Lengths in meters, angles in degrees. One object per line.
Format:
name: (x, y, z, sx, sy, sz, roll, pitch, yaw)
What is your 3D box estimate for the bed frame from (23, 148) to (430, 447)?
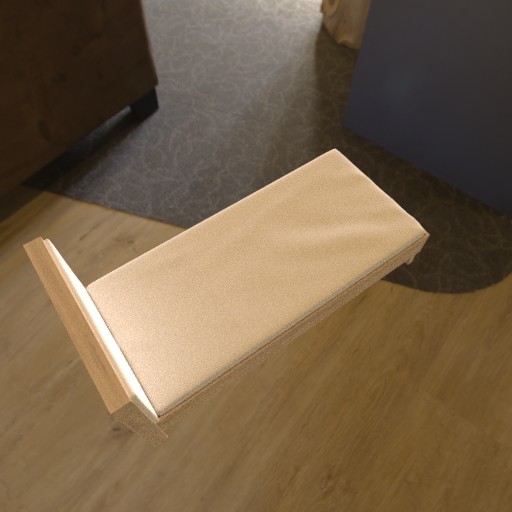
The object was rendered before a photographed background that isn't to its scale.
bed frame: (0.000, 0.000, 2.709, 2.140, 0.920, 0.990, -31, 64, -17)
